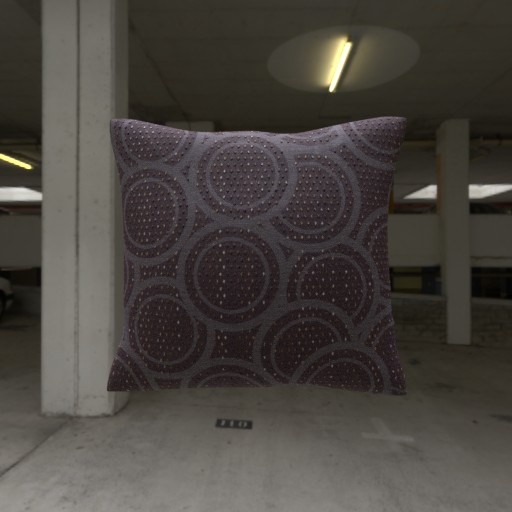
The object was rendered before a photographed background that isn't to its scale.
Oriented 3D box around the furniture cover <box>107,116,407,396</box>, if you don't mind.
[{"bbox_3d":[0.000,0.000,0.818,0.552,0.509,0.193,0,0,1],"label":"furniture cover"}]
